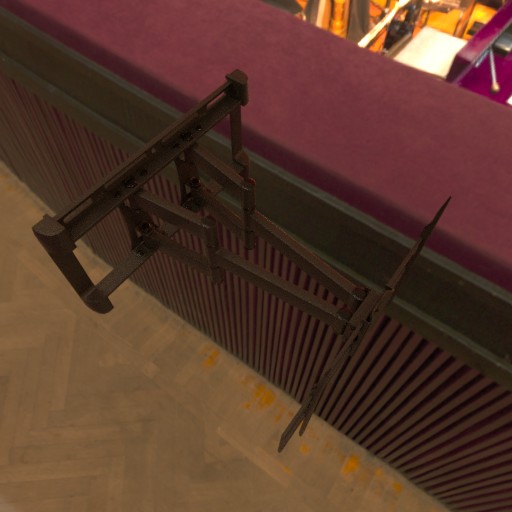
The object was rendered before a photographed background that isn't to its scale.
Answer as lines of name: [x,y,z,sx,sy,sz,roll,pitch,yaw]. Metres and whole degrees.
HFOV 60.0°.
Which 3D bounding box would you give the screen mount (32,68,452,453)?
screen mount: [0.000,0.000,1.098,0.644,0.491,0.661,33,63,19]
